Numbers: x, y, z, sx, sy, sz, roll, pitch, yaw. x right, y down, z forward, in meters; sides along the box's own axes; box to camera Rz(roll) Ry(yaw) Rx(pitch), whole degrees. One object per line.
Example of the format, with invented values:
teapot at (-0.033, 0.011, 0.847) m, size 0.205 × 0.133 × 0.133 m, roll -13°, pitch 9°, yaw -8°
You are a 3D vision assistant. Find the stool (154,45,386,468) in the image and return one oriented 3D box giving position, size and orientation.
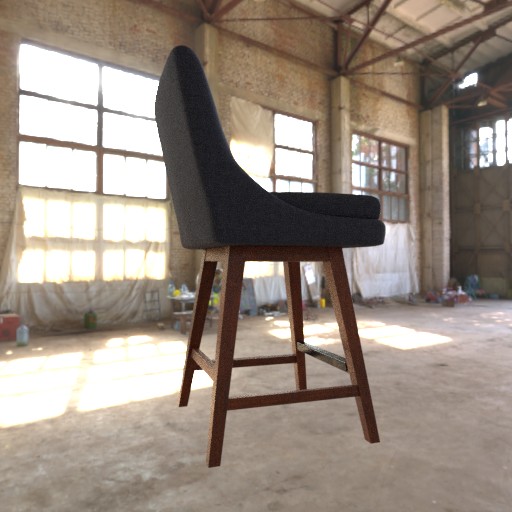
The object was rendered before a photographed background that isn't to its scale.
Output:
stool at (0.000, 0.000, 1.192) m, size 0.524 × 0.895 × 0.467 m, roll 0°, pitch -1°, yaw -18°
